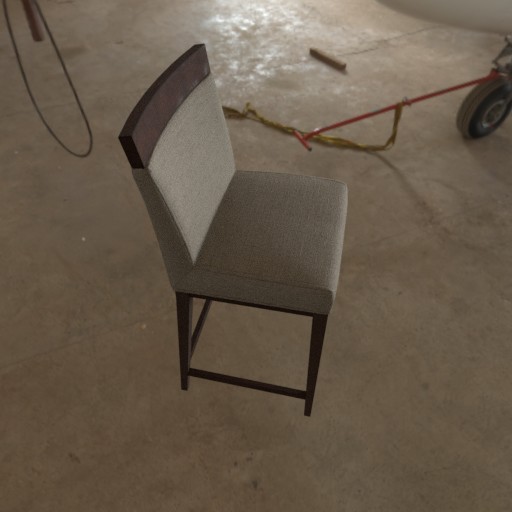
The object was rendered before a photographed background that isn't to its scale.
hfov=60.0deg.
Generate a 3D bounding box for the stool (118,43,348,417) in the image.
[{"bbox_3d":[0.000,0.000,1.444,0.531,1.117,0.511,9,47,9],"label":"stool"}]
